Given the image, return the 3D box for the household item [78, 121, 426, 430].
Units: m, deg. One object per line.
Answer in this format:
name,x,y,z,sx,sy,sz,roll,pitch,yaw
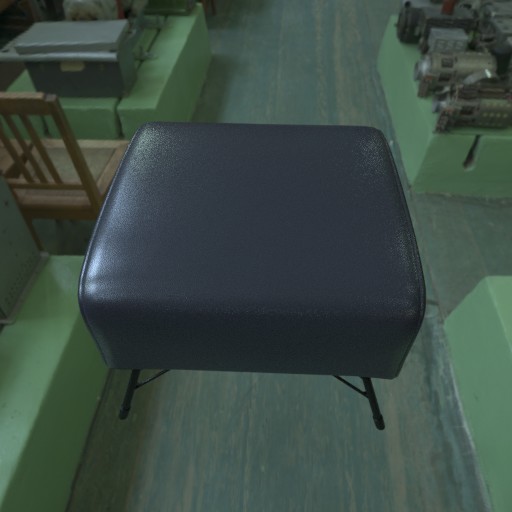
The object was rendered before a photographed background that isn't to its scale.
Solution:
household item,0.000,0.000,0.901,0.530,0.410,0.530,2,48,2
